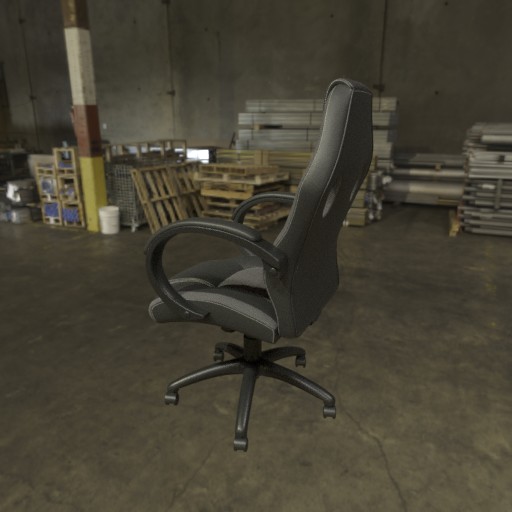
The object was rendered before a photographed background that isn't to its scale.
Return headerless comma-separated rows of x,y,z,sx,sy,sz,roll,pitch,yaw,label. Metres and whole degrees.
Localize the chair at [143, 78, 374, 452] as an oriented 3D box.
0.000,0.000,1.636,0.724,1.187,0.673,8,18,24,chair
